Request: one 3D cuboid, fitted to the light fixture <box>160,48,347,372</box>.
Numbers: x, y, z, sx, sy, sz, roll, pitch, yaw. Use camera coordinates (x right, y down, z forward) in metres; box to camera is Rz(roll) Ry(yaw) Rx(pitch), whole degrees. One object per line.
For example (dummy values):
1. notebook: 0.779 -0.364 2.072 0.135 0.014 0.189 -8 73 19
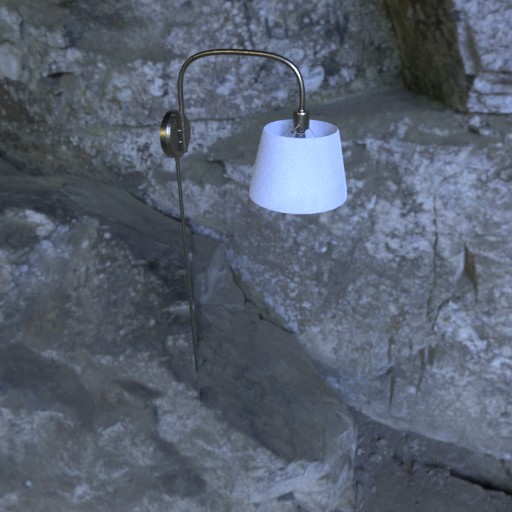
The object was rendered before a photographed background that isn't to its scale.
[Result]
1. light fixture: 0.000 0.000 0.471 0.176 0.399 0.092 11 32 18
